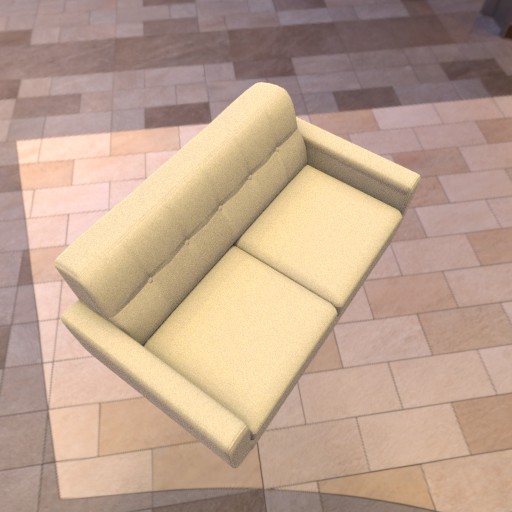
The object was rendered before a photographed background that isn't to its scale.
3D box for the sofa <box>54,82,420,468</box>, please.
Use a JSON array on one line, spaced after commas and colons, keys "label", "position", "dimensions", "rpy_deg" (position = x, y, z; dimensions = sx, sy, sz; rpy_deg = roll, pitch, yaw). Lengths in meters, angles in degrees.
[{"label": "sofa", "position": [0.000, 0.000, 2.225], "dimensions": [0.980, 0.892, 1.655], "rpy_deg": [31, 62, 18]}]
